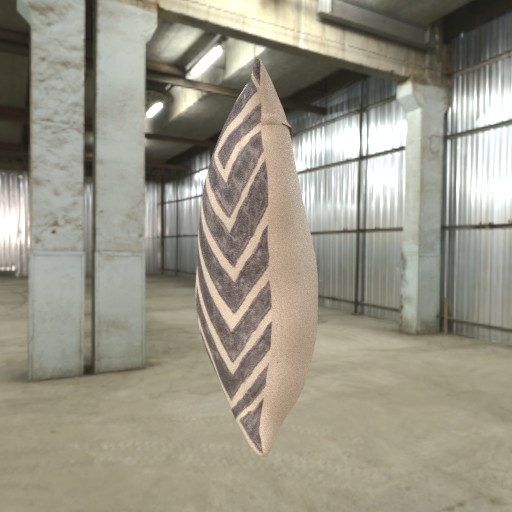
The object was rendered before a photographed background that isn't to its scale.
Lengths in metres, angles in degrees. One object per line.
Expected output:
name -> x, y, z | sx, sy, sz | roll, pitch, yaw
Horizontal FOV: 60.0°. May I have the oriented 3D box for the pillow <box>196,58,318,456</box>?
pillow -> 0.000, 0.000, 0.687 | 0.182, 0.441, 0.440 | 0, 1, 0
